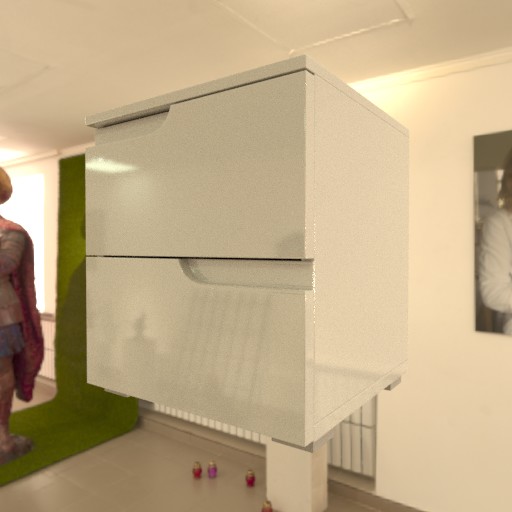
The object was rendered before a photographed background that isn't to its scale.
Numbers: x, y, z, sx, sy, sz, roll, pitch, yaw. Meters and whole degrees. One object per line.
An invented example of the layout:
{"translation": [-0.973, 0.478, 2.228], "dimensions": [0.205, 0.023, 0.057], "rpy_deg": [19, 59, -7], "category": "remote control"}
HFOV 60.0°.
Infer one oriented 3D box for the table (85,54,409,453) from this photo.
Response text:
{"translation": [0.000, 0.000, 0.790], "dimensions": [0.420, 0.470, 0.400], "rpy_deg": [1, 1, 35], "category": "table"}
